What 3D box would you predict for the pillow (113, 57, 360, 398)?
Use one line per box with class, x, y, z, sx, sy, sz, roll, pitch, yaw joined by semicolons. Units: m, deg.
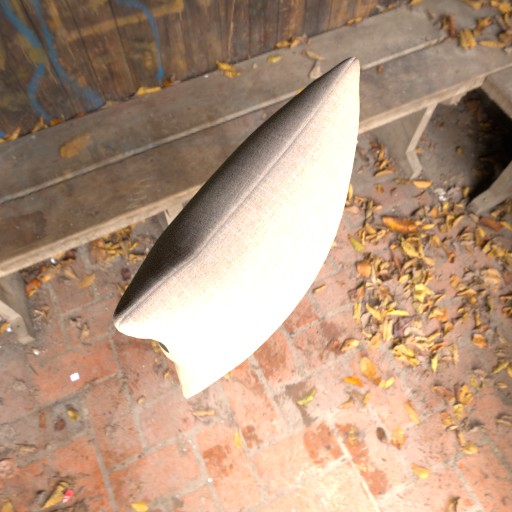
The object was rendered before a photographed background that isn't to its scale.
pillow;0.000;0.000;0.631;0.173;0.399;0.414;32;67;15
